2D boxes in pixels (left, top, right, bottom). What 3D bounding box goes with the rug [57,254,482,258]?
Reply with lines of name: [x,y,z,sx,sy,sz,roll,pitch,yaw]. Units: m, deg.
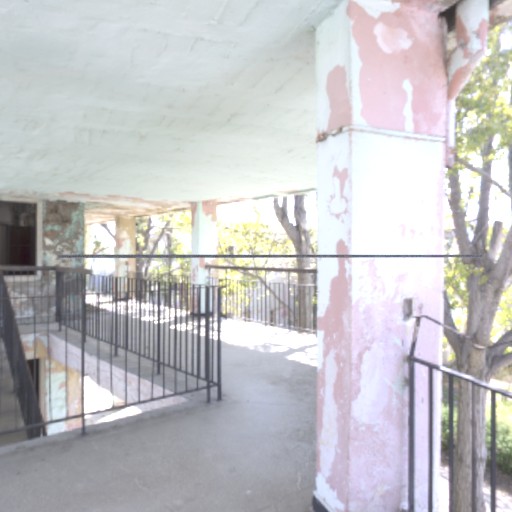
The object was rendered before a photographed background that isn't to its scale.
rug: [0.000,0.000,2.345,1.819,0.012,1.208,0,0,-19]
